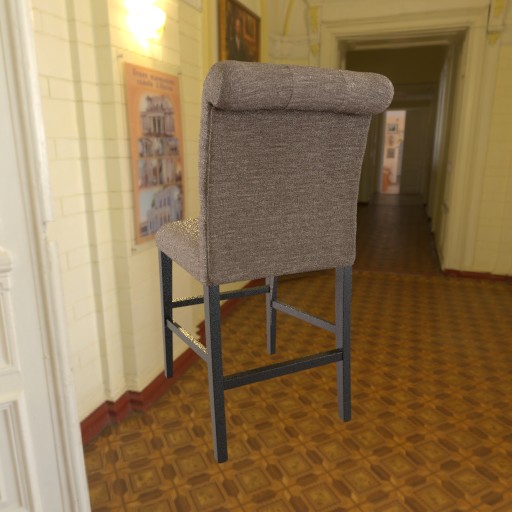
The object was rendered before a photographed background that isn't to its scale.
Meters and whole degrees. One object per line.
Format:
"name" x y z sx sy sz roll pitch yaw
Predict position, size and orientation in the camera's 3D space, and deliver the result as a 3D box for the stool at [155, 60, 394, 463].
"stool" 0.000 0.000 1.308 0.457 0.970 0.611 -7 16 -25
